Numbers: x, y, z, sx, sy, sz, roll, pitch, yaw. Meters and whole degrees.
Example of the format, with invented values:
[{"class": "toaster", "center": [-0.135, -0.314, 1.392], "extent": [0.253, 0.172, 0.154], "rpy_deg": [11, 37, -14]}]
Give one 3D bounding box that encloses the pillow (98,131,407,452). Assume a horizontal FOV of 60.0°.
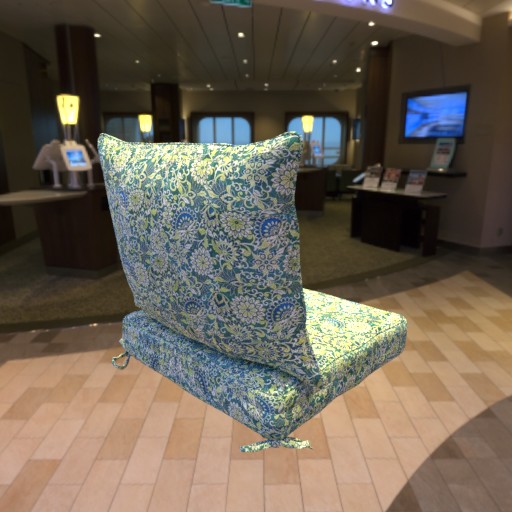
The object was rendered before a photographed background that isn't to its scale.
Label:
[{"class": "pillow", "center": [0.000, 0.000, 1.352], "extent": [0.798, 0.722, 0.740], "rpy_deg": [14, 20, 42]}]
